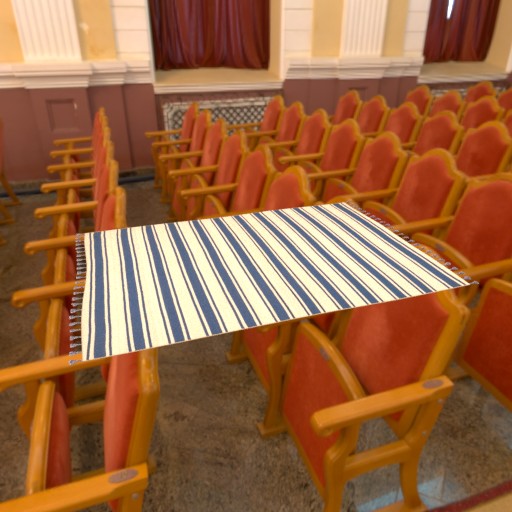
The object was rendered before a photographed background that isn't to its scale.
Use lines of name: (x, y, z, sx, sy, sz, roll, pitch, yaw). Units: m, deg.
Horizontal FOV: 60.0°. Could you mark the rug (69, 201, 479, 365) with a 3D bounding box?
rug: (0.000, 0.000, 2.966, 2.315, 0.010, 1.544, -9, 28, -17)
